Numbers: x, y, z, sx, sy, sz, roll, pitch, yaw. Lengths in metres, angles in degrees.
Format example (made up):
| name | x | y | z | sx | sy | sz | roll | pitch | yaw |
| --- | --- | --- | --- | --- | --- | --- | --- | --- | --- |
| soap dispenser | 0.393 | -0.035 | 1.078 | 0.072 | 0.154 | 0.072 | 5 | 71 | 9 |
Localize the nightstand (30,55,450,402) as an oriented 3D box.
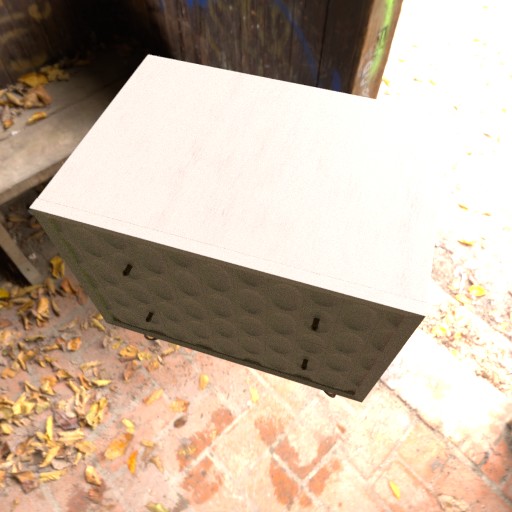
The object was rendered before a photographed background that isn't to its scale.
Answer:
| name | x | y | z | sx | sy | sz | roll | pitch | yaw |
| --- | --- | --- | --- | --- | --- | --- | --- | --- | --- |
| nightstand | 0.000 | 0.000 | 1.008 | 0.614 | 0.604 | 0.447 | 15 | 58 | 10 |
